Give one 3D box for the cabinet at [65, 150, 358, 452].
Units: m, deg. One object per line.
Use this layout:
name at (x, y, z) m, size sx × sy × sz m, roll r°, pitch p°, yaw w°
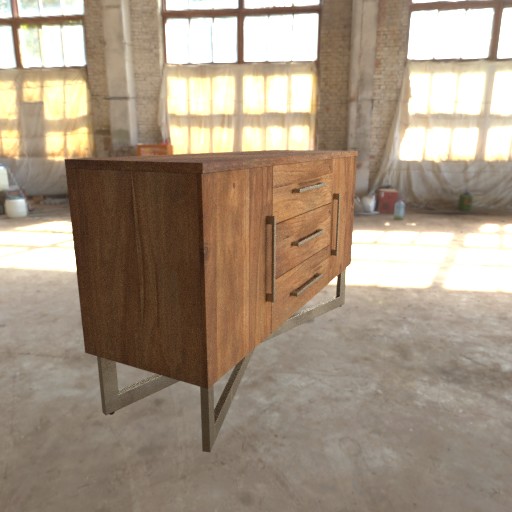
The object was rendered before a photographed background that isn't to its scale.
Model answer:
cabinet at (0.000, 0.000, 1.806) m, size 0.480 × 0.812 × 1.373 m, roll 7°, pitch 16°, yaw 26°
